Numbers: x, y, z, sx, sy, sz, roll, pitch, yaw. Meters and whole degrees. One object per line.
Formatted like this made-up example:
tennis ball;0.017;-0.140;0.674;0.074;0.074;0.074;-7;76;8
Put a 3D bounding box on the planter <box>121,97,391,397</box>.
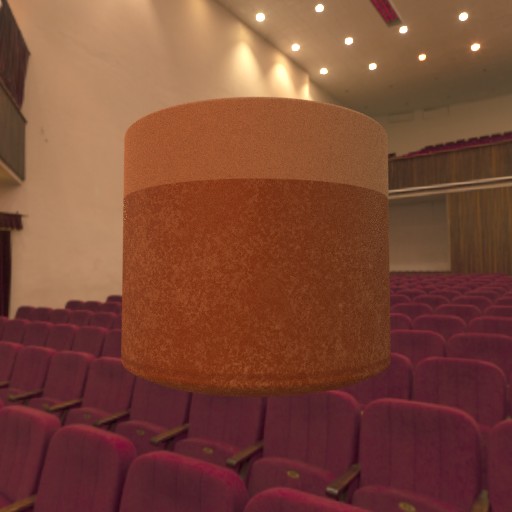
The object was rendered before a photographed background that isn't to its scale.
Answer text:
planter;0.000;0.000;0.275;0.159;0.138;0.159;0;-3;0
